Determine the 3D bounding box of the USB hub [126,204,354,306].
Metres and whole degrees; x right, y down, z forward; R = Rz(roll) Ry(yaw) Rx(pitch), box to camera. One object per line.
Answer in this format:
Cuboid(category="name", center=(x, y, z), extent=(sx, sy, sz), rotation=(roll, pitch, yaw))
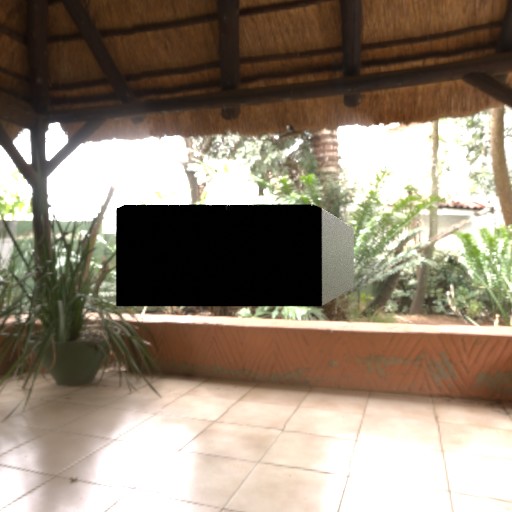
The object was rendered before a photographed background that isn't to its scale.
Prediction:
Cuboid(category="USB hub", center=(0.000, 0.000, 0.125), extent=(0.044, 0.023, 0.110), rotation=(0, 0, 18))
